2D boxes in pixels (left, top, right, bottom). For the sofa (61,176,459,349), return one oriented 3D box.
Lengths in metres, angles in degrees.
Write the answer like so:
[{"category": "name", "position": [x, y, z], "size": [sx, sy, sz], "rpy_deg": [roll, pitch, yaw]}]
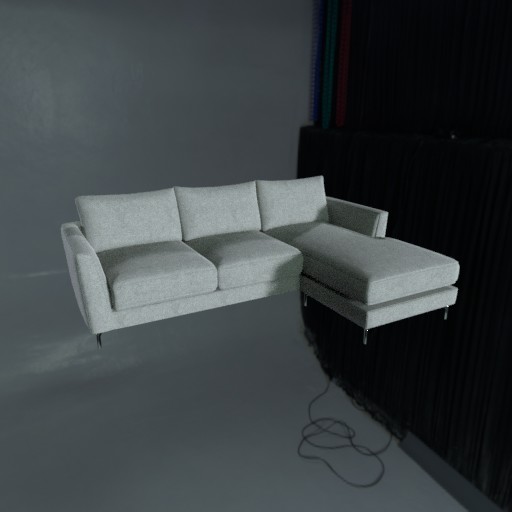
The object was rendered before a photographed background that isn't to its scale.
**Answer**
[{"category": "sofa", "position": [0.000, 0.000, 3.191], "size": [2.438, 0.864, 1.626], "rpy_deg": [-9, 20, -27]}]
